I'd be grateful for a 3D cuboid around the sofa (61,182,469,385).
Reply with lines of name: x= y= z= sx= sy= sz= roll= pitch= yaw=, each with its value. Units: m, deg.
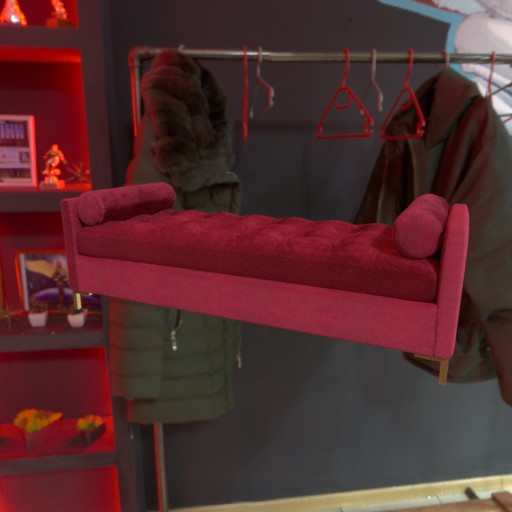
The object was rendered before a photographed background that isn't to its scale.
sofa: x=0.000 y=0.000 z=2.470 sx=2.102 sy=0.705 sz=0.796 roll=7 pitch=16 yaw=24
